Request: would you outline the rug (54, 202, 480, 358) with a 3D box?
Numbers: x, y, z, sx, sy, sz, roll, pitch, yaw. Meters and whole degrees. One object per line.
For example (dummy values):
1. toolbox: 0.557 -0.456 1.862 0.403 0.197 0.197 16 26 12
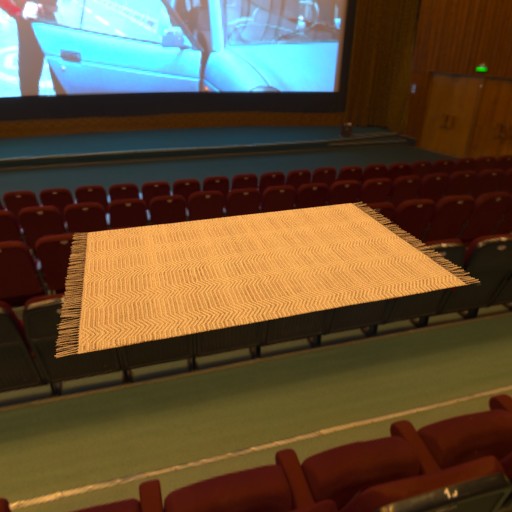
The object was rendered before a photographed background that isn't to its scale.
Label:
1. rug: 0.000 0.000 2.493 2.021 0.027 1.224 -8 28 -15
